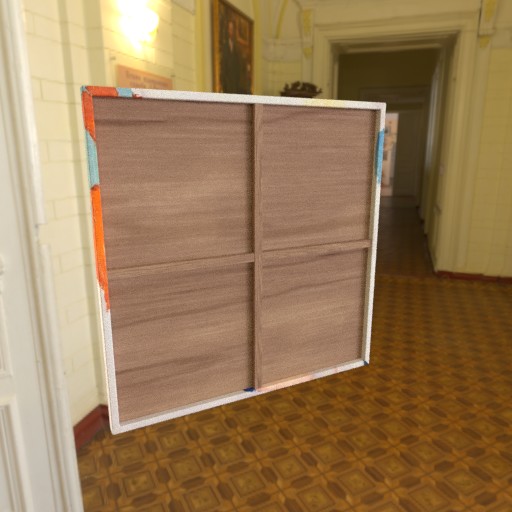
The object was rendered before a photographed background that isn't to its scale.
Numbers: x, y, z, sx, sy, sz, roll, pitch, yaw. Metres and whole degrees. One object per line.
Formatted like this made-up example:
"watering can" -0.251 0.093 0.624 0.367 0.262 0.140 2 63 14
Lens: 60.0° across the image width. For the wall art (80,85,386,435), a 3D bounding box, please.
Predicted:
"wall art" 0.000 0.000 1.193 0.814 0.814 0.037 -7 15 -26
